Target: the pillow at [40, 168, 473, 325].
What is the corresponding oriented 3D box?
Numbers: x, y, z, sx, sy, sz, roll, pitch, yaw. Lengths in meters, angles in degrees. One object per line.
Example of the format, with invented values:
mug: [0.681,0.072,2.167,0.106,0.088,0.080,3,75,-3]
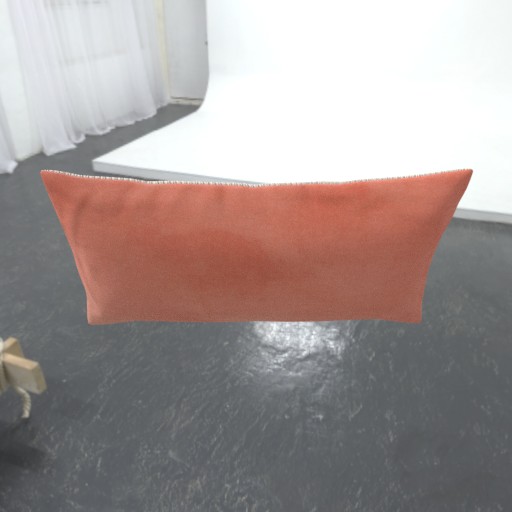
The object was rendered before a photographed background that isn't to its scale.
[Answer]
pillow: [0.000,0.000,0.716,0.608,0.307,0.155,0,30,0]
